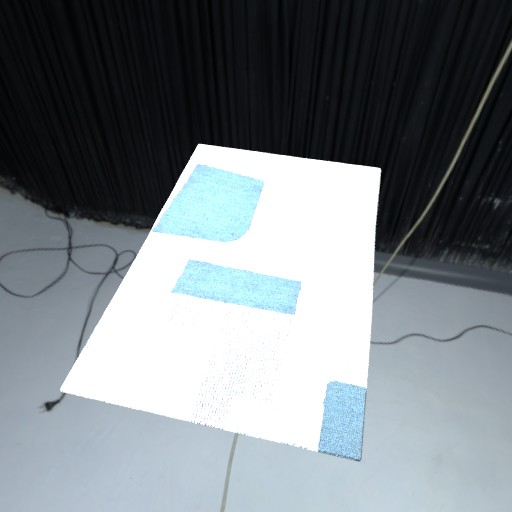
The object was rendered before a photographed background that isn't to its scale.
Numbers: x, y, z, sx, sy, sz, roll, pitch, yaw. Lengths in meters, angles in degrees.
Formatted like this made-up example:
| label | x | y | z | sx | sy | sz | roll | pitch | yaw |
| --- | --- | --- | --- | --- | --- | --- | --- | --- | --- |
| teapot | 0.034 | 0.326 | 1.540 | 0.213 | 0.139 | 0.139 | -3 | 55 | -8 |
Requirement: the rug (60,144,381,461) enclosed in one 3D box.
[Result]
| label | x | y | z | sx | sy | sz | roll | pitch | yaw |
| --- | --- | --- | --- | --- | --- | --- | --- | --- | --- |
| rug | 0.000 | 0.000 | 2.346 | 1.238 | 0.020 | 1.847 | 10 | 48 | 9 |
